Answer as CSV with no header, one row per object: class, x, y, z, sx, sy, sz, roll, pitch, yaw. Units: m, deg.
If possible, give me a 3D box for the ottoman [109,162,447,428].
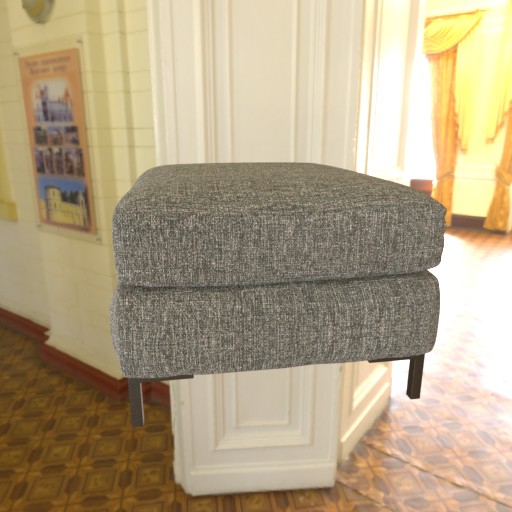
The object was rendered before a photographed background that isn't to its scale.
ottoman,0.000,0.000,1.207,0.683,0.480,0.828,-3,16,-9
